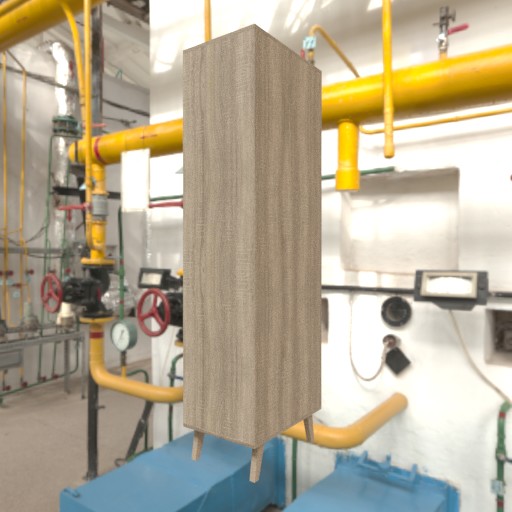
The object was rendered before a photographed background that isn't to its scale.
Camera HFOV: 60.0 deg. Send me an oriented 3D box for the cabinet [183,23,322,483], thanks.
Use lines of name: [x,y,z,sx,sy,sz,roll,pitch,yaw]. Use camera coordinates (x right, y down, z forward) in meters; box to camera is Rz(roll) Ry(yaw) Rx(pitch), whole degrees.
cabinet: [0.000,0.000,2.112,0.400,1.850,0.570,0,0,36]
